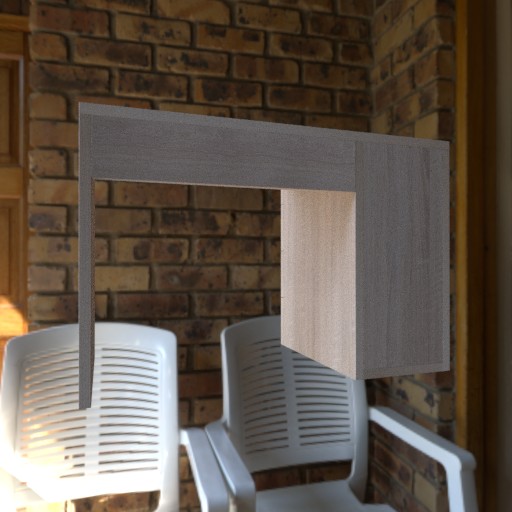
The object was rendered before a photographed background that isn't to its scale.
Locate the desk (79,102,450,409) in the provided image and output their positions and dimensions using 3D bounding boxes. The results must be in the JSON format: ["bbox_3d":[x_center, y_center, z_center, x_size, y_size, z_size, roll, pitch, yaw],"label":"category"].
[{"bbox_3d":[0.000,0.000,1.518,1.100,0.731,0.600,0,0,-19],"label":"desk"}]
